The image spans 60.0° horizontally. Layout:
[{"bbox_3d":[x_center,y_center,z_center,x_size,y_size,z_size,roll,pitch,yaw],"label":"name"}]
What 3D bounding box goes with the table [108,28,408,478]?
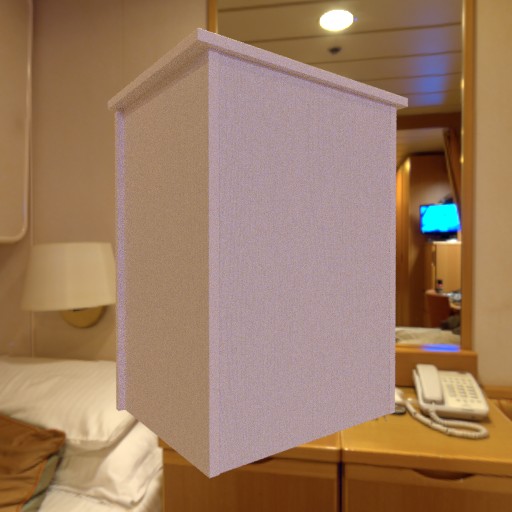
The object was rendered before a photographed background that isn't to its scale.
[{"bbox_3d":[0.000,0.000,0.908,0.480,0.635,0.381,-1,1,-37],"label":"table"}]
